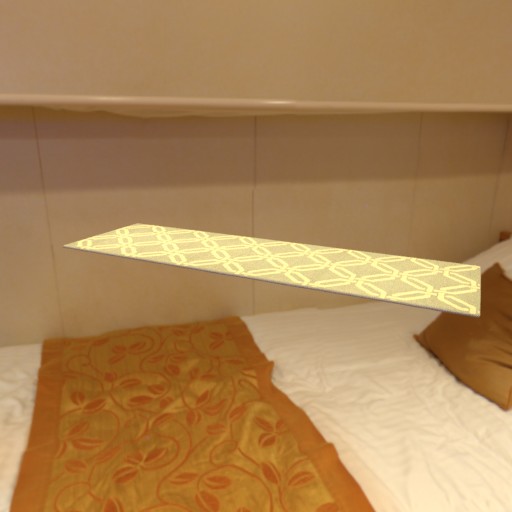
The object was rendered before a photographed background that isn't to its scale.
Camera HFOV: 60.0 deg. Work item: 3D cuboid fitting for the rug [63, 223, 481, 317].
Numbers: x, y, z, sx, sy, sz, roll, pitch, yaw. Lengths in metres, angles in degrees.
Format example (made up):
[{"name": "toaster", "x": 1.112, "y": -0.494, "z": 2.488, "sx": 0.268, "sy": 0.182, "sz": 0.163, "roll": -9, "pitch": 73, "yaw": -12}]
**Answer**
[{"name": "rug", "x": 0.000, "y": 0.000, "z": 2.494, "sx": 2.276, "sy": 0.014, "sz": 0.678, "roll": 8, "pitch": 19, "yaw": 25}]
